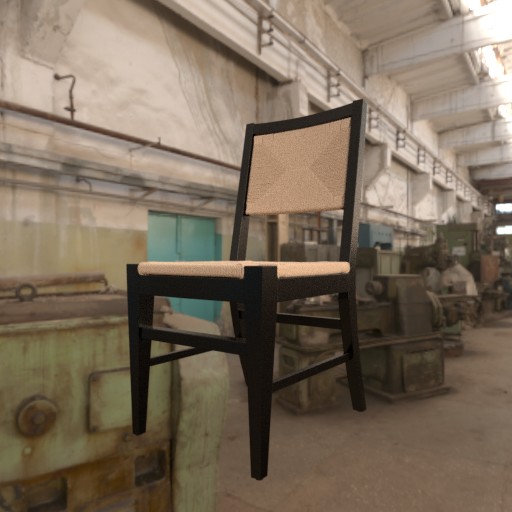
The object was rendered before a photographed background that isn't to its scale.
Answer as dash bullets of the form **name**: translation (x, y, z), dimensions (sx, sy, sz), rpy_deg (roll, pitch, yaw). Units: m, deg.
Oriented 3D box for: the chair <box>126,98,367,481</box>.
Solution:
- **chair**: translation (0.000, 0.000, 1.239), dimensions (0.437, 0.927, 0.552), rpy_deg (0, 0, 36)
